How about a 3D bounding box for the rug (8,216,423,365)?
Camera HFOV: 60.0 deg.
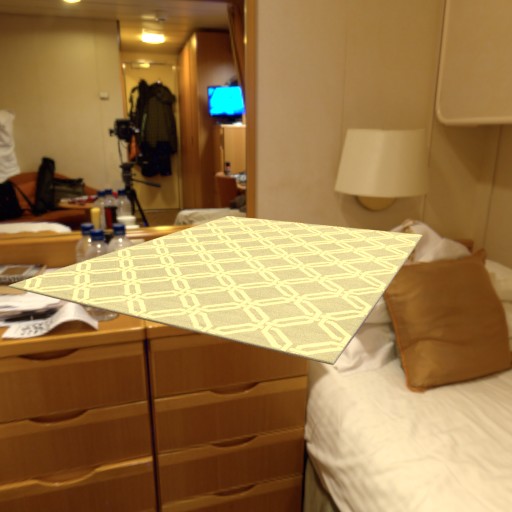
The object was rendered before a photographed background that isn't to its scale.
[{"bbox_3d":[0.000,0.000,3.732,2.288,0.018,2.895,8,17,26],"label":"rug"}]
